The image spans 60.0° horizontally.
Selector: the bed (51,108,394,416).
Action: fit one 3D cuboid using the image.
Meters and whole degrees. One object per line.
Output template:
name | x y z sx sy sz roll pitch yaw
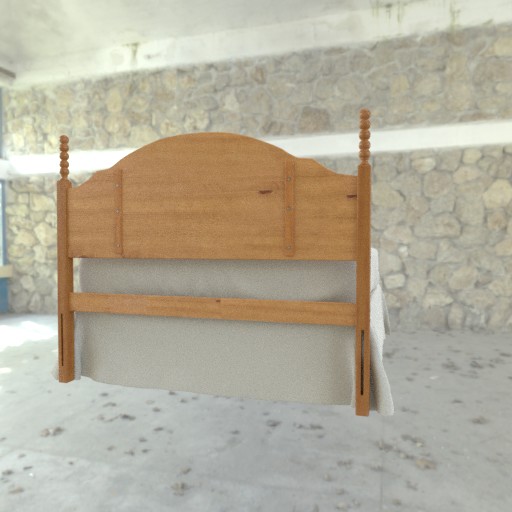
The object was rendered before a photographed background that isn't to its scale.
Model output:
bed | 0.000 0.000 3.140 1.873 1.356 2.040 0 2 17
